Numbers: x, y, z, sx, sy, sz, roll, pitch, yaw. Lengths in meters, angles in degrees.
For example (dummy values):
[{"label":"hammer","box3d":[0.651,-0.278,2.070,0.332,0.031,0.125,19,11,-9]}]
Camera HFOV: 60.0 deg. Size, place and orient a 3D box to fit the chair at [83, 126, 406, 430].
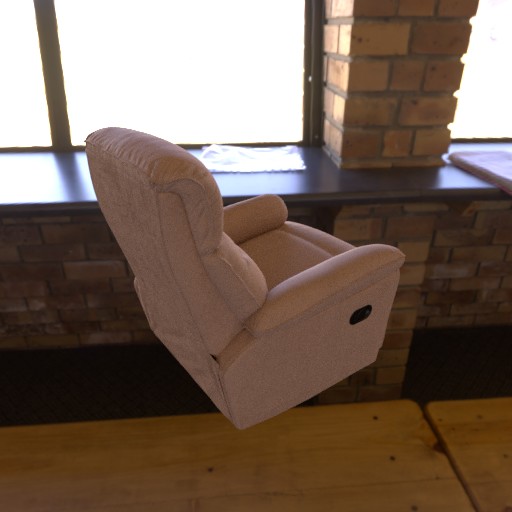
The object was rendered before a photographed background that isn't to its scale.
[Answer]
[{"label":"chair","box3d":[0.000,0.000,1.719,1.004,1.037,0.820,-19,33,-32]}]
